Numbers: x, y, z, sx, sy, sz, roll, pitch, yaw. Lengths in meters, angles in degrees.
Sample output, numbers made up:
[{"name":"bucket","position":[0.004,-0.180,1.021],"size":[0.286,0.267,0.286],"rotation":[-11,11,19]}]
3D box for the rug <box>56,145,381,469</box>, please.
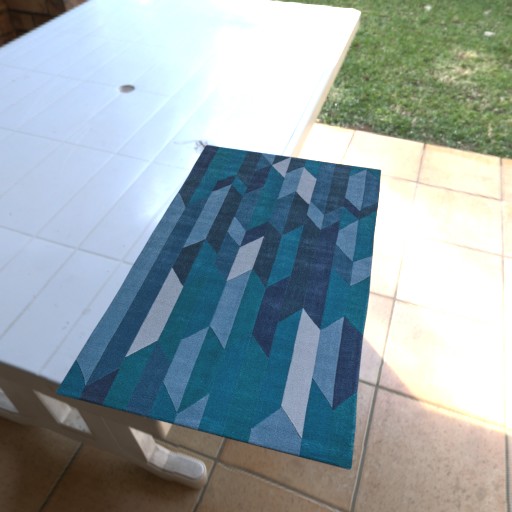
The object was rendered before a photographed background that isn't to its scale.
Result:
[{"name":"rug","position":[0.000,0.000,2.971],"size":[1.528,0.005,2.420],"rotation":[10,47,10]}]
